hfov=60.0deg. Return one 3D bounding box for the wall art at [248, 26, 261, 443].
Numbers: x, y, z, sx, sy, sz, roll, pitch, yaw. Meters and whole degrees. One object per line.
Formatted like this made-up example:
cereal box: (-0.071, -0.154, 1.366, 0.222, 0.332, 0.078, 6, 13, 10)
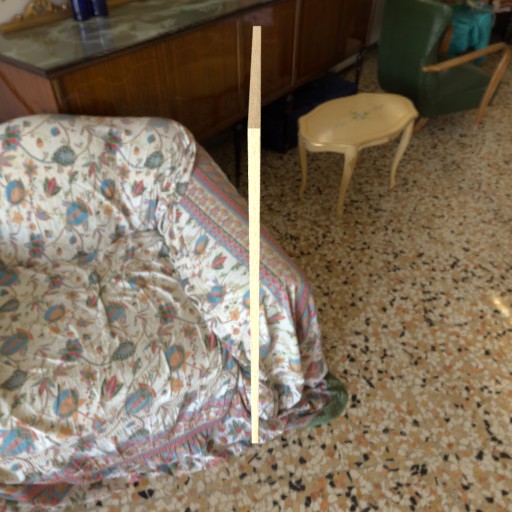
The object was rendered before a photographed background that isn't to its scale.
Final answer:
wall art: (0.000, 0.000, 0.821, 0.013, 0.683, 0.381, 0, 42, 0)
